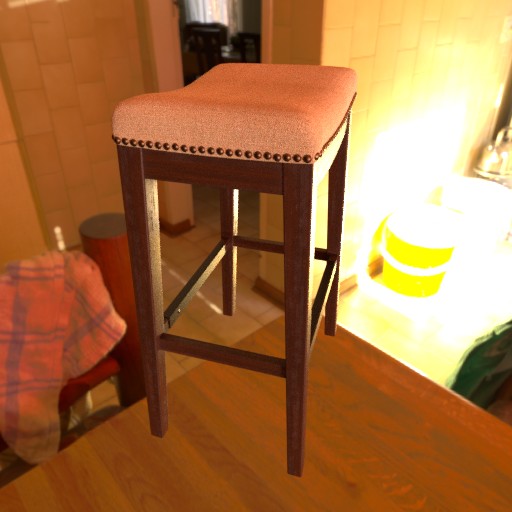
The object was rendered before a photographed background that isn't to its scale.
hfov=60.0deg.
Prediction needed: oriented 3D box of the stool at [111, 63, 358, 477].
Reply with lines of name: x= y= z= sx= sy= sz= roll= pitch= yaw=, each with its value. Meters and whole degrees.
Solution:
stool: x=0.000 y=0.000 z=1.016 sx=0.363 sy=0.768 sz=0.509 roll=9 pitch=32 yaw=15
